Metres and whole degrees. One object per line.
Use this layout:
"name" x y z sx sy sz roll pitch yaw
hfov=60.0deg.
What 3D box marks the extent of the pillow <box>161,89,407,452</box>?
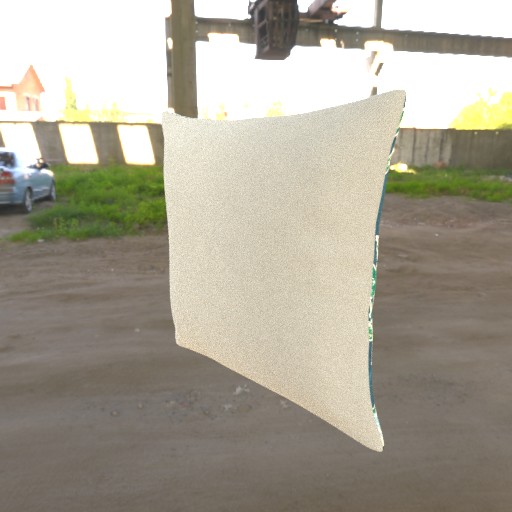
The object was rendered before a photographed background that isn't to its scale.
"pillow" 0.000 0.000 0.772 0.166 0.508 0.525 -13 19 -43
